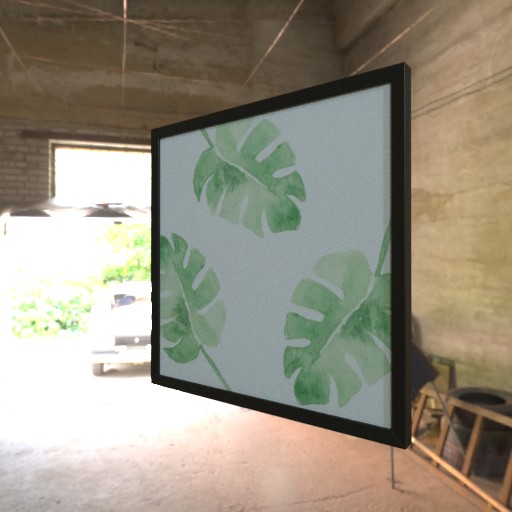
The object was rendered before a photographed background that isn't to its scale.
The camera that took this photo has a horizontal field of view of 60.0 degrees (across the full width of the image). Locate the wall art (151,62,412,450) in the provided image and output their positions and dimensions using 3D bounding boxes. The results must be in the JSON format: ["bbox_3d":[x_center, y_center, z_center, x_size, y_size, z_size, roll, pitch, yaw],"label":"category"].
[{"bbox_3d":[0.000,0.000,1.118,0.765,0.765,0.038,0,0,37],"label":"wall art"}]
